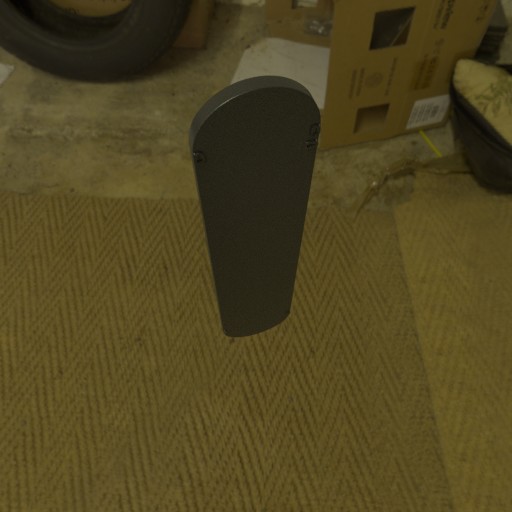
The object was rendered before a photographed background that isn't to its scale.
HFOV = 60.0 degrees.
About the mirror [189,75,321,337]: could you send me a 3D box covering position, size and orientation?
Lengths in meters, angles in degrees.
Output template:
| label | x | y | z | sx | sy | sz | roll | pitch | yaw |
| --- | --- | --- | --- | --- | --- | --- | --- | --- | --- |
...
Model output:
| label | x | y | z | sx | sy | sz | roll | pitch | yaw |
| --- | --- | --- | --- | --- | --- | --- | --- | --- | --- |
| mirror | 0.000 | 0.000 | 1.077 | 0.222 | 0.991 | 0.032 | -15 | 60 | -9 |
